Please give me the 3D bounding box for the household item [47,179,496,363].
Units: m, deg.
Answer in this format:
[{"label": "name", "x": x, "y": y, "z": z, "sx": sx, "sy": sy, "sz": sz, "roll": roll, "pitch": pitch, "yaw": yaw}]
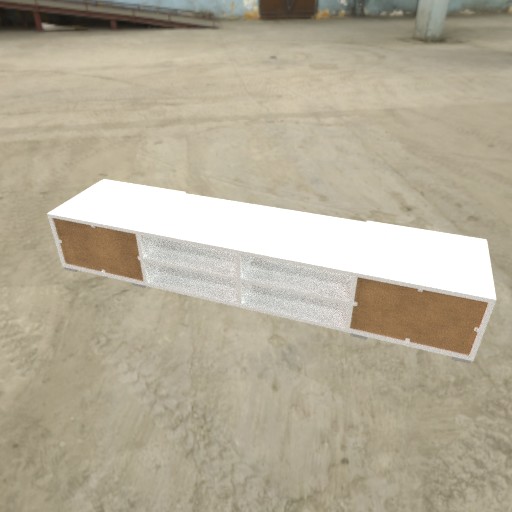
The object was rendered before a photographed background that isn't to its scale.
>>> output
[{"label": "household item", "x": 0.000, "y": 0.000, "z": 1.987, "sx": 1.850, "sy": 0.310, "sz": 0.420, "roll": 11, "pitch": 34, "yaw": 16}]
